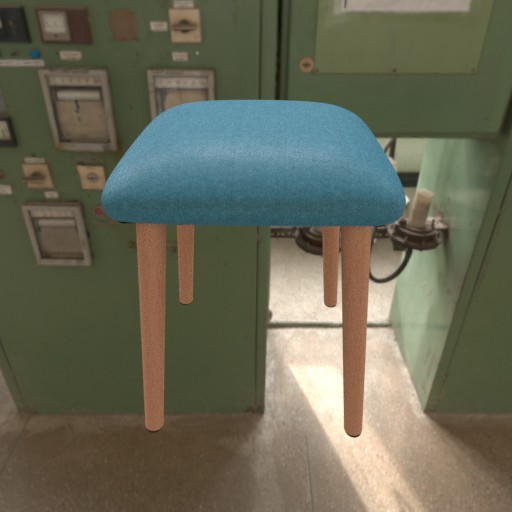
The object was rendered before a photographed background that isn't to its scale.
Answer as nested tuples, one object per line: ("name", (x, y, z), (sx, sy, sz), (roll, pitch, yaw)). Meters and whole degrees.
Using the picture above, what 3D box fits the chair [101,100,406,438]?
("chair", (0.000, 0.000, 0.718), (0.360, 0.450, 0.360), (1, 33, 1))
